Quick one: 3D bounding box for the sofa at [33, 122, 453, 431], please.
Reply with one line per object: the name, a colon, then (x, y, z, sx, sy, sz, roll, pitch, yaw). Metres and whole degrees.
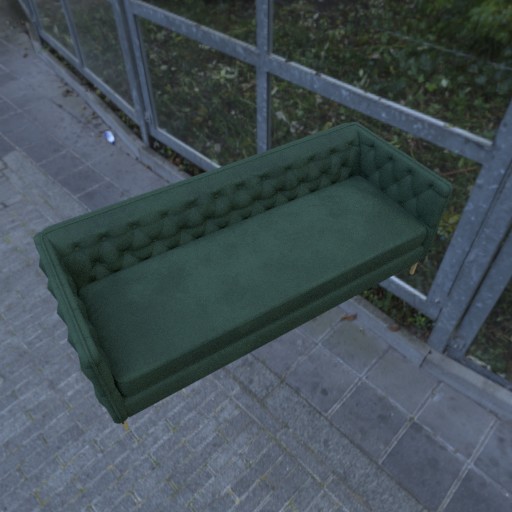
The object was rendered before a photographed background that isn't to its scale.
sofa: (0.000, 0.000, 2.664, 2.209, 0.771, 0.895, -24, 51, -21)
